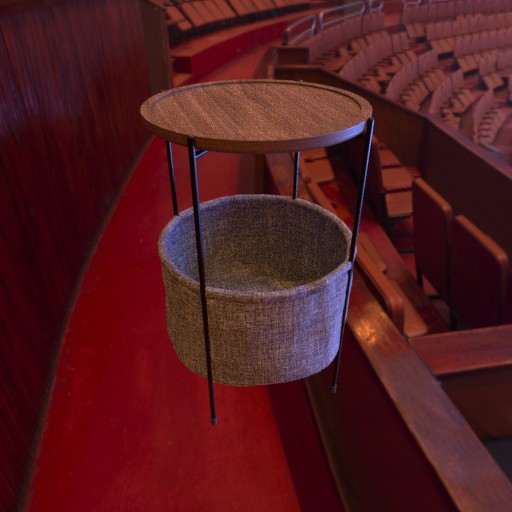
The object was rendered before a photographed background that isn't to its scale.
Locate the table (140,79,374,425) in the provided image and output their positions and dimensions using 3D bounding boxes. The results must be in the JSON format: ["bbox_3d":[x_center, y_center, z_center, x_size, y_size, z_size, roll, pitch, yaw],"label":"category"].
[{"bbox_3d":[0.000,0.000,0.923,0.400,0.623,0.400,-10,34,-15],"label":"table"}]
